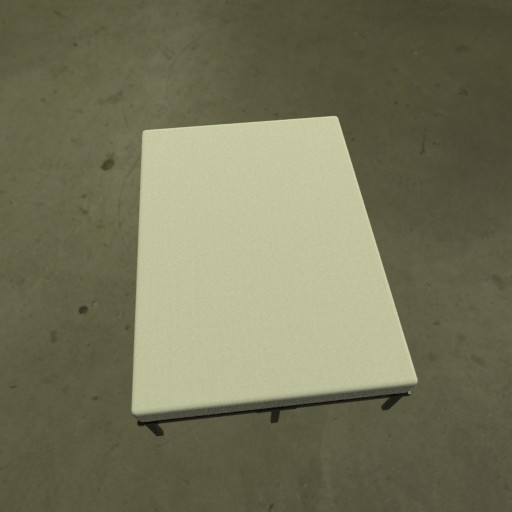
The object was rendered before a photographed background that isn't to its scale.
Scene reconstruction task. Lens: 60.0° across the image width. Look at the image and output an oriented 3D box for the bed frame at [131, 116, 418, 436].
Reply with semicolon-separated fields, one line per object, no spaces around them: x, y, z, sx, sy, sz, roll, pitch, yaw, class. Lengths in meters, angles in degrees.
0.000;0.000;3.818;2.205;0.680;2.842;1;58;1;bed frame
